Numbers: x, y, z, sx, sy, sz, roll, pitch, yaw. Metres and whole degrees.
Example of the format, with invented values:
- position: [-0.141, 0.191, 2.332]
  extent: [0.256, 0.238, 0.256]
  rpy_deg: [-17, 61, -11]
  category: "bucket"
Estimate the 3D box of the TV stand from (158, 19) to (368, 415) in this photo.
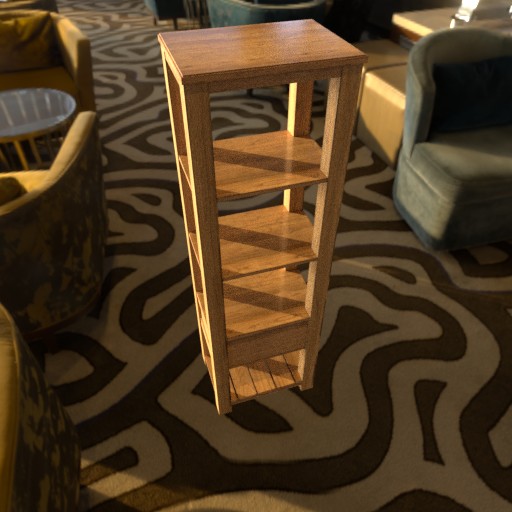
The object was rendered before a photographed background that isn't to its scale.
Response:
- position: [0.000, 0.000, 2.020]
  extent: [0.565, 1.828, 0.435]
  rpy_deg: [-12, 43, -13]
  category: "TV stand"
